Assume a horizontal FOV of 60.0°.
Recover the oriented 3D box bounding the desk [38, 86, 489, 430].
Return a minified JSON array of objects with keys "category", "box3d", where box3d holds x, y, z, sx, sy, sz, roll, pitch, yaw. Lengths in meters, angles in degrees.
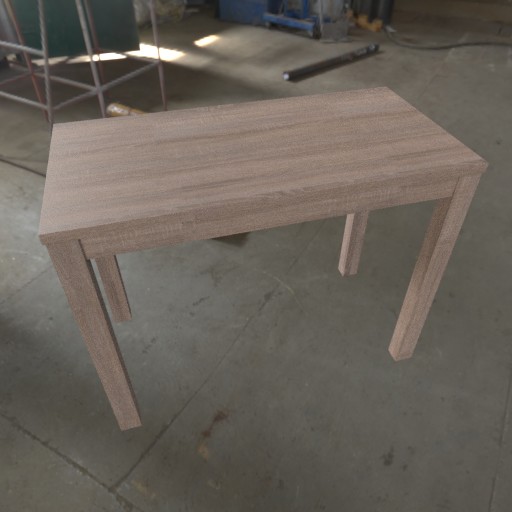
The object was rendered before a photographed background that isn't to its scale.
[{"category":"desk","box3d":[0.000,0.000,1.364,0.991,0.762,0.495,-11,43,-12]}]
